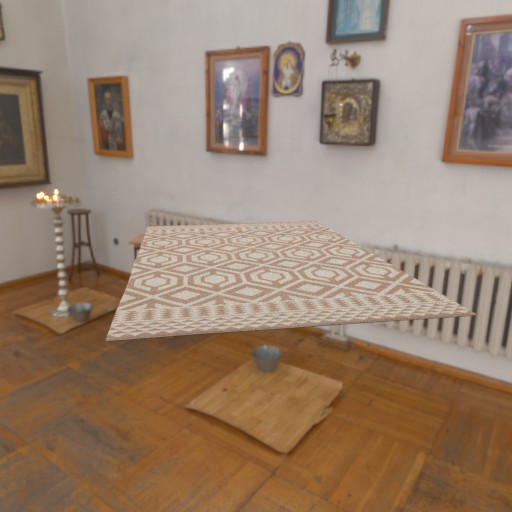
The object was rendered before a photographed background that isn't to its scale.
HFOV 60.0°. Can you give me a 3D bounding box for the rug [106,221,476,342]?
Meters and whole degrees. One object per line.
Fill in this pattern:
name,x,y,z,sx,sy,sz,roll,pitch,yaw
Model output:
rug,0.000,0.000,2.290,1.219,0.008,1.829,-2,15,-9
